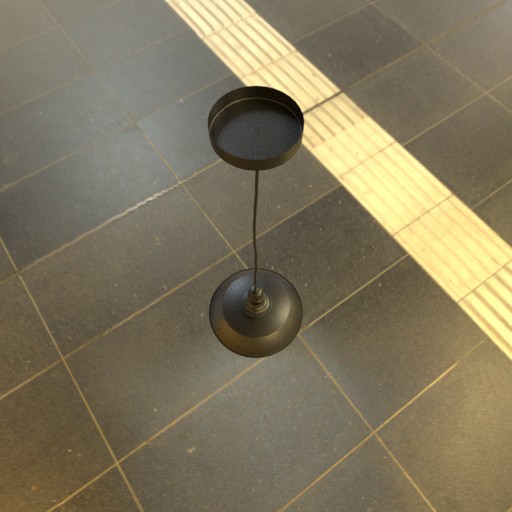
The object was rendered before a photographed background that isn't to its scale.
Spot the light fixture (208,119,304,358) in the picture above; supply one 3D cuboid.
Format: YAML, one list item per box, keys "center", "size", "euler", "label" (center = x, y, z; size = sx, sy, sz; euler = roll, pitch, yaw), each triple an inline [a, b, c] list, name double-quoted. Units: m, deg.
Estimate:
- center: [0.000, 0.000, 1.162]
  size: [0.331, 0.993, 0.331]
  euler: [32, 68, 15]
  label: "light fixture"
